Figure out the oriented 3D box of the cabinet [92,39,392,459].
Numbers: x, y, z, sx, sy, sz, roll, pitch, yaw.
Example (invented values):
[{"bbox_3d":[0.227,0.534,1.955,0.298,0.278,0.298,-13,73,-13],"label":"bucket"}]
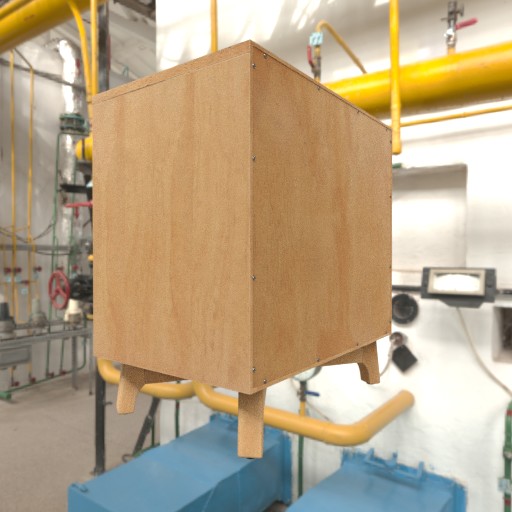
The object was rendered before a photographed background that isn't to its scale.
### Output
[{"bbox_3d":[0.000,0.000,0.946,0.394,0.599,0.551,1,1,37],"label":"cabinet"}]
